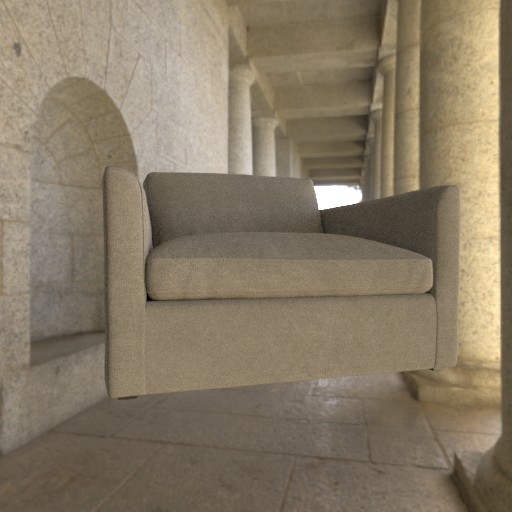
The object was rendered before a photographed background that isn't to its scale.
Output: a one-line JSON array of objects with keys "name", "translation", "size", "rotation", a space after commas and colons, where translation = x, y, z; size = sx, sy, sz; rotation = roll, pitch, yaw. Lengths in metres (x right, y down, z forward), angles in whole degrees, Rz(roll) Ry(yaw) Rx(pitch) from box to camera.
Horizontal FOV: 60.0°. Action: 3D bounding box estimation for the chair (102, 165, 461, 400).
[{"name": "chair", "translation": [0.000, 0.000, 1.873], "size": [1.190, 0.845, 1.091], "rotation": [0, 0, -17]}]
